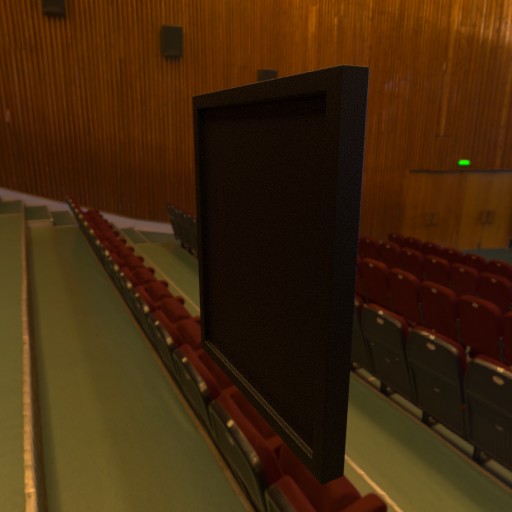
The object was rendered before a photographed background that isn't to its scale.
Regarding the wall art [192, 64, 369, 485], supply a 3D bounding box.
[{"bbox_3d":[0.000,0.000,0.527,0.028,0.381,0.328,-8,17,-27],"label":"wall art"}]
